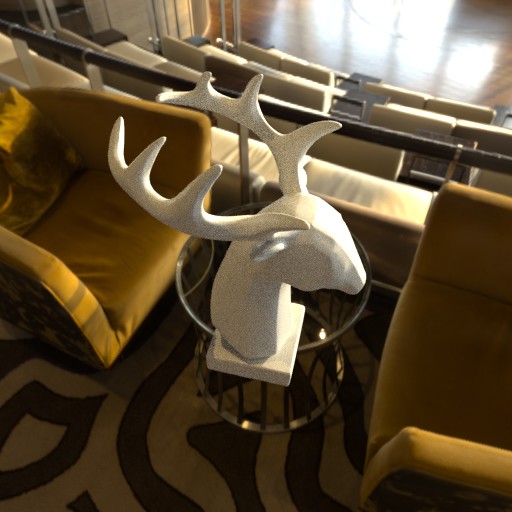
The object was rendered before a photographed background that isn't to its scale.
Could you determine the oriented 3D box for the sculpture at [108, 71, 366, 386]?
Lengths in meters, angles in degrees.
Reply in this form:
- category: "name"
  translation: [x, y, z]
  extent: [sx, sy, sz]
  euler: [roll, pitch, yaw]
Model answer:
- category: "sculpture"
  translation: [0.000, 0.000, 0.455]
  extent: [0.224, 0.329, 0.174]
  euler: [10, 48, 9]
